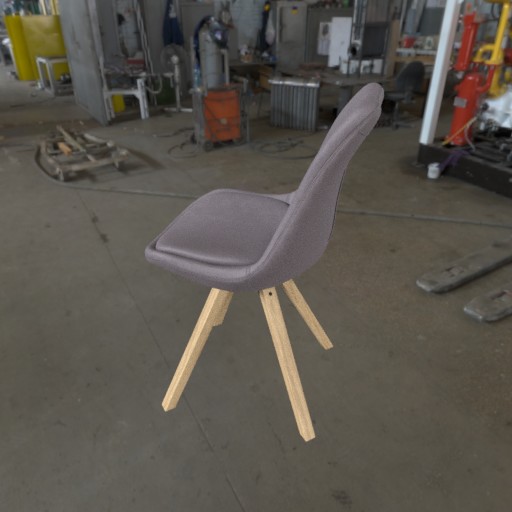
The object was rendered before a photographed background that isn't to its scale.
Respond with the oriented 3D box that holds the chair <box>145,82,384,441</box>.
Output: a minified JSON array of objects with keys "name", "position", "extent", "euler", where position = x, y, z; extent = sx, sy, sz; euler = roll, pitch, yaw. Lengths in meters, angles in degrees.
[{"name":"chair","position":[0.000,0.000,1.193],"extent":[0.547,0.865,0.483],"euler":[8,31,14]}]
